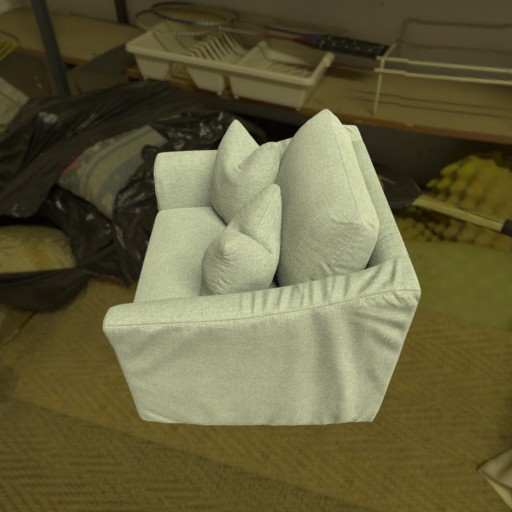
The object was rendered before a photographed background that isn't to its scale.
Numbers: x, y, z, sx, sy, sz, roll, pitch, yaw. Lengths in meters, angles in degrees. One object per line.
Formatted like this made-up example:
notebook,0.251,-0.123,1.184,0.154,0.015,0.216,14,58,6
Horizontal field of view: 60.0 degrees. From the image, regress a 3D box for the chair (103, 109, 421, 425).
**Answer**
chair,0.000,0.000,2.064,1.071,1.059,1.194,0,42,0
